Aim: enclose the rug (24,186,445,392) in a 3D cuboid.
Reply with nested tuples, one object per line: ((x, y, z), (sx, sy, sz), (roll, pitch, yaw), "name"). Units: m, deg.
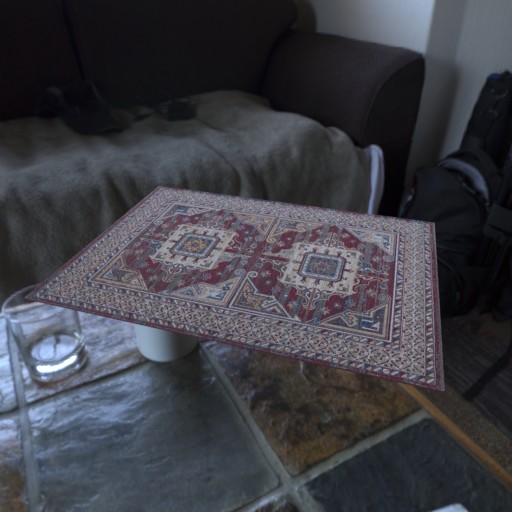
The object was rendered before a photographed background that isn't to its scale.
((0.000, 0.000, 2.839), (2.210, 0.011, 1.599), (10, 34, 14), "rug")
